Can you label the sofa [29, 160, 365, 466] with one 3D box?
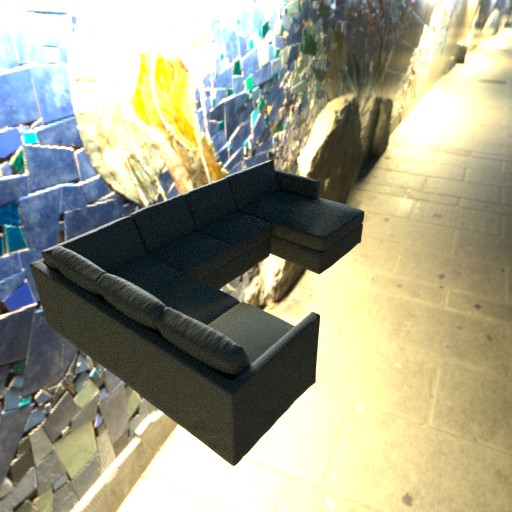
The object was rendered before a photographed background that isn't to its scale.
[{"bbox_3d":[0.000,0.000,4.568,2.427,0.882,3.460,22,36,33],"label":"sofa"}]
